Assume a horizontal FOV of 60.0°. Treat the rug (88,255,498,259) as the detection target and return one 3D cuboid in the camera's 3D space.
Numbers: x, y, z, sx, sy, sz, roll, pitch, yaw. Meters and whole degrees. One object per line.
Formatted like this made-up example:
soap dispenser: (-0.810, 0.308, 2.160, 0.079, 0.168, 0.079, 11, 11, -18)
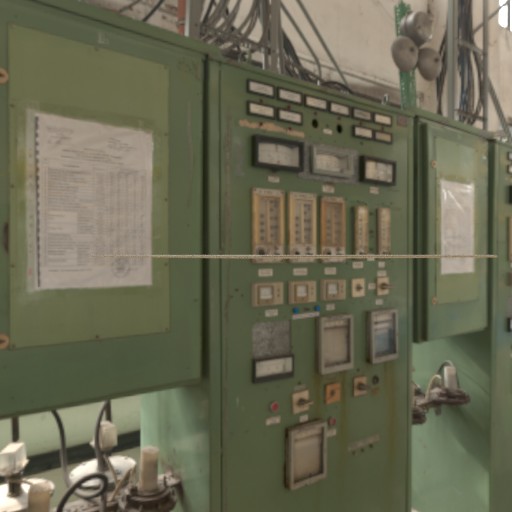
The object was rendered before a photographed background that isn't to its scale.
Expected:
rug: (0.000, 0.000, 2.271, 1.219, 0.010, 1.829, 0, 0, -34)
